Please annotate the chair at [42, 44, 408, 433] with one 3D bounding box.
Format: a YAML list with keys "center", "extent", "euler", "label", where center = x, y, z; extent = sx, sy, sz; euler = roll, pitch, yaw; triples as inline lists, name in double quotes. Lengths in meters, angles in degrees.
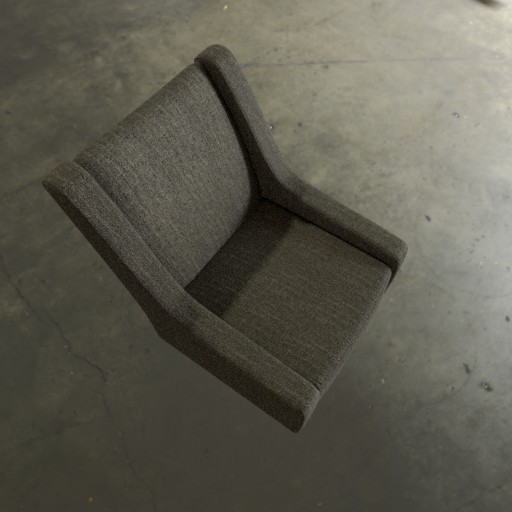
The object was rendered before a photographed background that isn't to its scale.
- center: [0.000, 0.000, 1.673]
  extent: [0.944, 1.012, 0.793]
  euler: [31, 63, 18]
  label: "chair"
